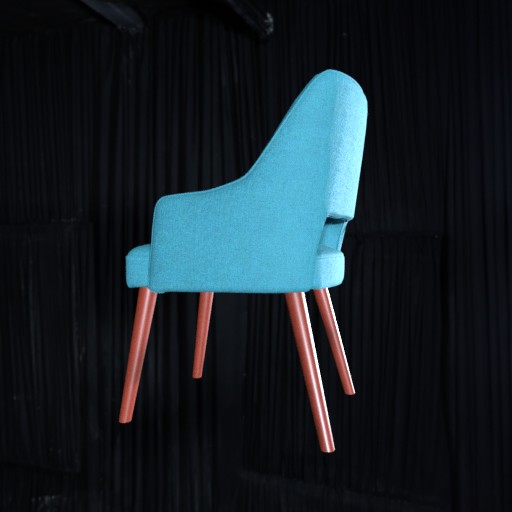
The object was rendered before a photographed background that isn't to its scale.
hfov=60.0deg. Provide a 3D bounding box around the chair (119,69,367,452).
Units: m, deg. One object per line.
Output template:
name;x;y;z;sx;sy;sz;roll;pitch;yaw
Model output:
chair;0.000;0.000;1.243;0.605;0.849;0.548;0;1;19
